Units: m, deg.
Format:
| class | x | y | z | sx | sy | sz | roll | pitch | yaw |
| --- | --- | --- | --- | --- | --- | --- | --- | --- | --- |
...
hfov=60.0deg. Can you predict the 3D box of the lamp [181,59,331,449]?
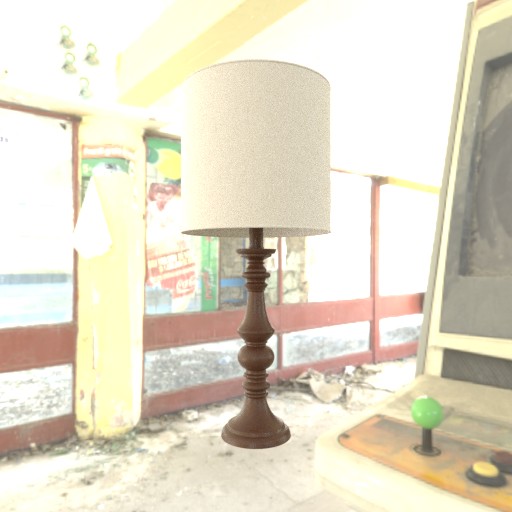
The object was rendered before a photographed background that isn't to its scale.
| class | x | y | z | sx | sy | sz | roll | pitch | yaw |
| --- | --- | --- | --- | --- | --- | --- | --- | --- | --- |
| lamp | 0.000 | 0.000 | 0.746 | 0.250 | 0.597 | 0.250 | 0 | -1 | -18 |
